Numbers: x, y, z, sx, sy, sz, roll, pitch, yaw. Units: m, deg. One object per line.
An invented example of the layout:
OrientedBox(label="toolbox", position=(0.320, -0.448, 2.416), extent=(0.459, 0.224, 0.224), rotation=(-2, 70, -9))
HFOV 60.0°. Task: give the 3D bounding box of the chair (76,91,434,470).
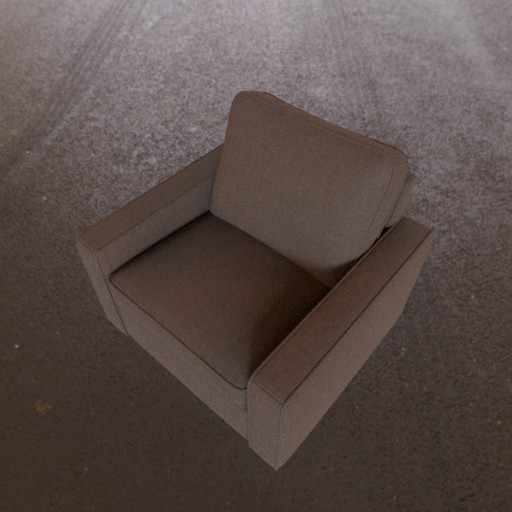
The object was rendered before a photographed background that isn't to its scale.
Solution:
OrientedBox(label="chair", position=(0.000, 0.000, 1.719), extent=(1.017, 0.919, 0.940), rotation=(33, 56, 26))
